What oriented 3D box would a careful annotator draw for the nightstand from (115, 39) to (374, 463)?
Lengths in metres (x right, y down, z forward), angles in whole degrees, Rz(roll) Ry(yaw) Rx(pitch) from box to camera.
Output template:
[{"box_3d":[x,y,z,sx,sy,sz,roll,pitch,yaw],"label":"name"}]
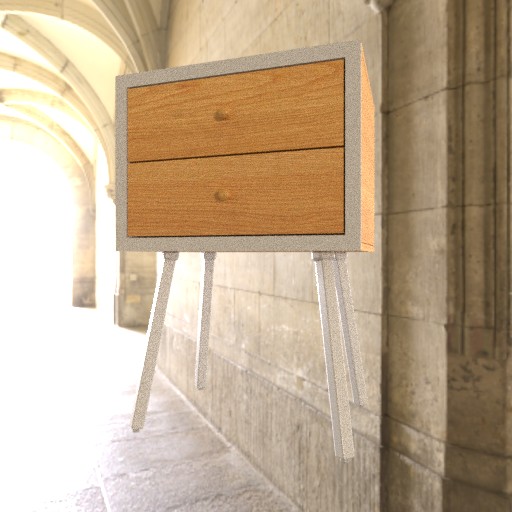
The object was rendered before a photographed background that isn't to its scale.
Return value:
[{"box_3d":[0.000,0.000,0.811,0.400,0.601,0.316,0,0,18],"label":"nightstand"}]
